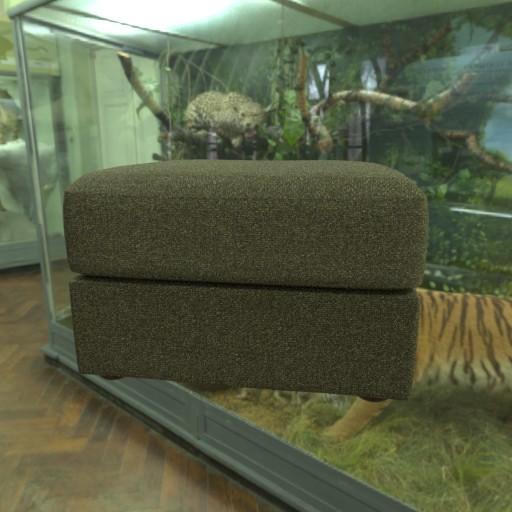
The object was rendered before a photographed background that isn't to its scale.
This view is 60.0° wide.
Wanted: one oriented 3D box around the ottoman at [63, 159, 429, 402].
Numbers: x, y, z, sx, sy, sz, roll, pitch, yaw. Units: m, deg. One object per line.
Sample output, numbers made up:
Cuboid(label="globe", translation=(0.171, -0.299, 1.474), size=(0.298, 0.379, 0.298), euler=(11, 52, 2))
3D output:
Cuboid(label="ottoman", translation=(0.000, 0.000, 1.140), size=(0.742, 0.476, 0.598), euler=(2, 14, 8))
